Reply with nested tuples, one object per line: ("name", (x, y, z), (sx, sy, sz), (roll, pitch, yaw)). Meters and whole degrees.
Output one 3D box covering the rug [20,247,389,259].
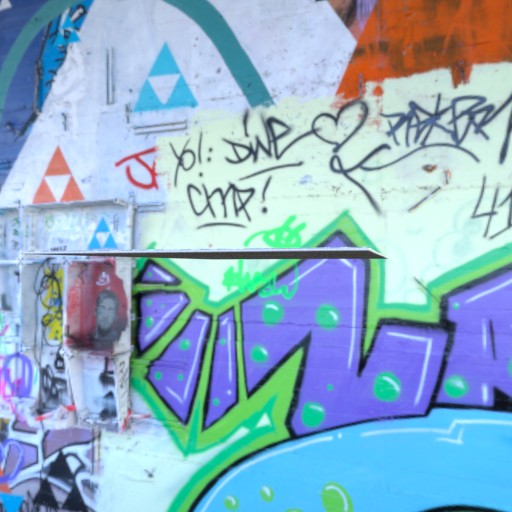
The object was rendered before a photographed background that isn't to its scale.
("rug", (0.000, 0.000, 2.856), (1.578, 0.014, 2.206), (0, -1, 18))
